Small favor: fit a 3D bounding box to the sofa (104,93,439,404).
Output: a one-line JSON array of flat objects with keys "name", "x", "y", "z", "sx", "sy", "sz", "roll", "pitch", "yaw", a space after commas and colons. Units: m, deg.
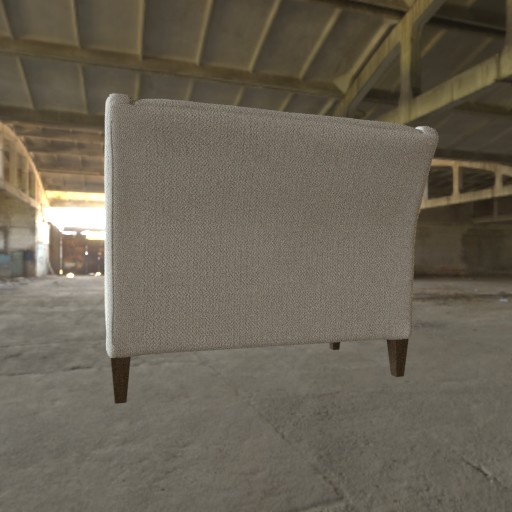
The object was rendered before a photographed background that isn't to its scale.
[{"name": "sofa", "x": 0.000, "y": 0.000, "z": 1.929, "sx": 1.242, "sy": 1.022, "sz": 0.870, "roll": 0, "pitch": 0, "yaw": -17}]
